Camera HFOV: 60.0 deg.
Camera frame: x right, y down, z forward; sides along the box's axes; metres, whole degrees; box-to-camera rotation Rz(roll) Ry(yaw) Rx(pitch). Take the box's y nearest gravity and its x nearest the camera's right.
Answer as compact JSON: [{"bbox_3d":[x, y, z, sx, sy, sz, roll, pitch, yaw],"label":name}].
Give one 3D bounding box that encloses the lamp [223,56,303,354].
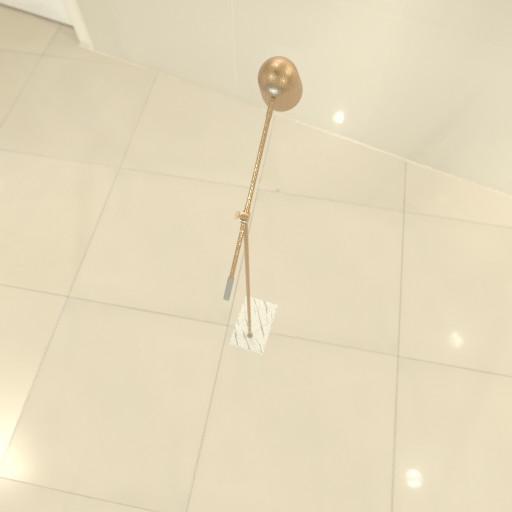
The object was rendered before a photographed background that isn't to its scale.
[{"bbox_3d":[0.000,0.000,1.828,0.194,1.594,0.653,16,64,8],"label":"lamp"}]
